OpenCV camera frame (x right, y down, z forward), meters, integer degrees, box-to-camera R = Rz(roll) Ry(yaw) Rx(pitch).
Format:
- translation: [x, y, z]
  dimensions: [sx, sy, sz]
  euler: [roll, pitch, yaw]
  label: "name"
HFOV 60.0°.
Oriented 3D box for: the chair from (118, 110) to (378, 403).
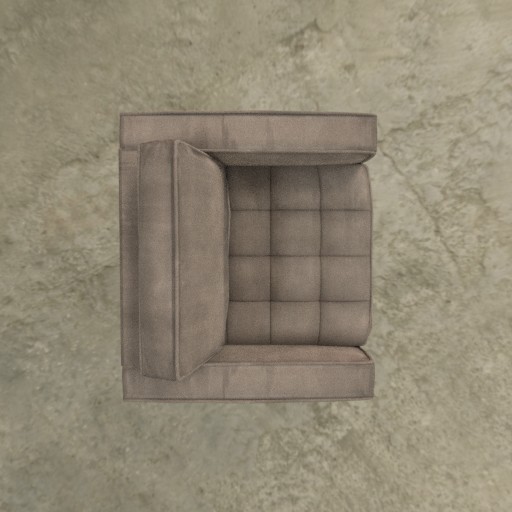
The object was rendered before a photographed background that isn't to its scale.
- translation: [0.000, 0.000, 1.538]
  dimensions: [0.843, 0.773, 0.928]
  euler: [0, 92, -1]
  label: "chair"
